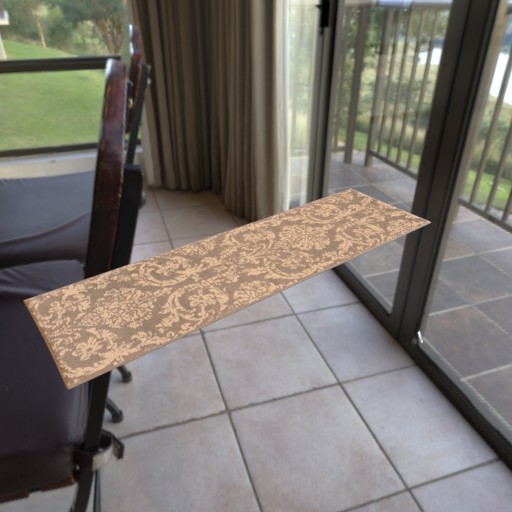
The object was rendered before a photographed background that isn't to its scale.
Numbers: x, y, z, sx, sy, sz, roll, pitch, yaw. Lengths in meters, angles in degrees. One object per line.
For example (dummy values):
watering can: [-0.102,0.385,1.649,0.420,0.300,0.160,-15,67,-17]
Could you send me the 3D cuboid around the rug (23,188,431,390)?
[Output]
rug: [0.000,0.000,2.385,2.196,0.011,0.662,-21,37,-31]
